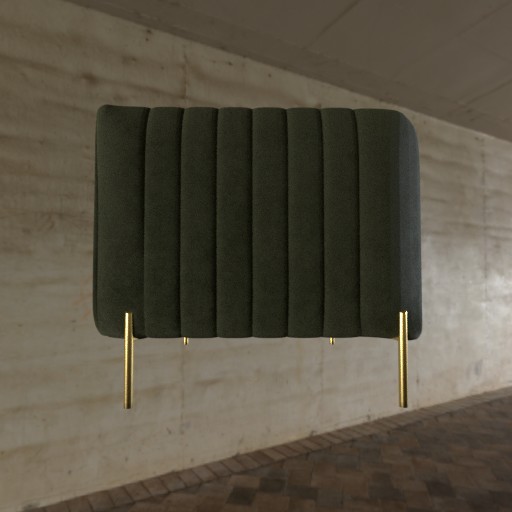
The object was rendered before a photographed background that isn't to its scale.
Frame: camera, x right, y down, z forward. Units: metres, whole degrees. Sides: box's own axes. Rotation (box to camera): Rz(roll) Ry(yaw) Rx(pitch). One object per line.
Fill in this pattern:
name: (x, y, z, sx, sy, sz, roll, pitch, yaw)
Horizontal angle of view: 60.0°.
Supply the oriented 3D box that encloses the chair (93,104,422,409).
chair: (0.000, 0.000, 1.612, 0.877, 0.794, 1.032, 0, -2, -1)
